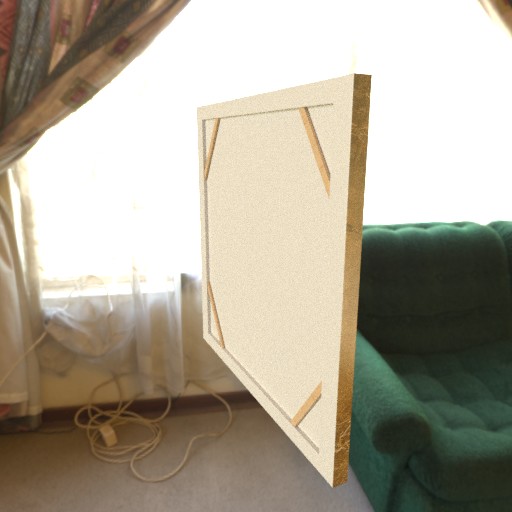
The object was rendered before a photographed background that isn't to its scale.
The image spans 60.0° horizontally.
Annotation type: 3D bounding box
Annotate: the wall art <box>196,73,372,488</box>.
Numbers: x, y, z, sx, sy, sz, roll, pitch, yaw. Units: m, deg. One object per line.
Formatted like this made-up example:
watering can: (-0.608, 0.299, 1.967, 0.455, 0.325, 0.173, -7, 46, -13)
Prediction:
wall art: (0.000, 0.000, 1.598, 0.051, 1.091, 1.092, -7, 16, -25)
